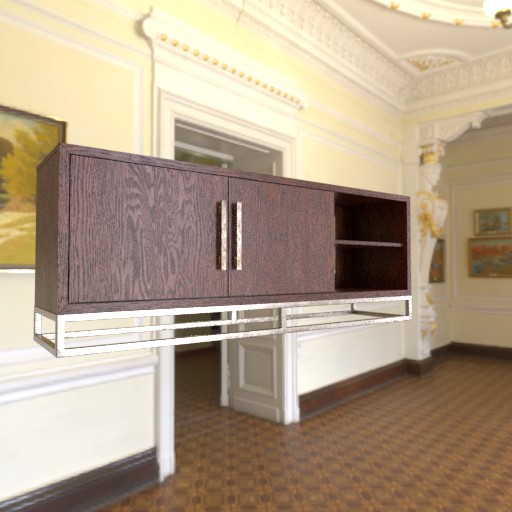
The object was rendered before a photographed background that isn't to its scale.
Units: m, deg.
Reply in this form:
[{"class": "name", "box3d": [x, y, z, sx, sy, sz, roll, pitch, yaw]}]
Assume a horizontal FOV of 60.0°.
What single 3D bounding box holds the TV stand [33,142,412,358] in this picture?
[{"class": "TV stand", "box3d": [0.000, 0.000, 1.770, 1.541, 0.578, 0.382, 1, -2, -35]}]
